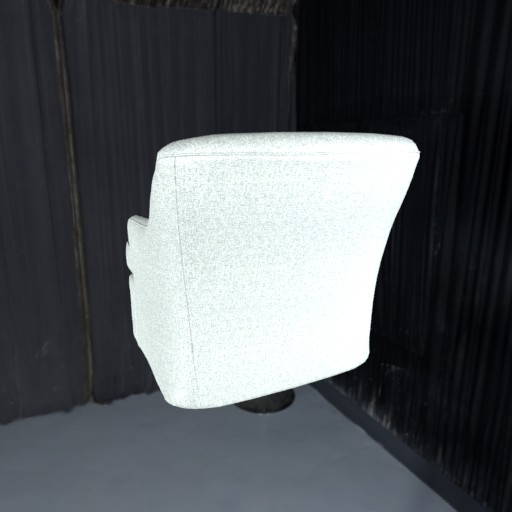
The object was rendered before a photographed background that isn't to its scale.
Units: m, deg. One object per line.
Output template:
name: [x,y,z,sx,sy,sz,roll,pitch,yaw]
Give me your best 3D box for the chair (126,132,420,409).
chair: [0.000,0.000,1.617,0.864,0.856,0.923,-7,16,-26]
